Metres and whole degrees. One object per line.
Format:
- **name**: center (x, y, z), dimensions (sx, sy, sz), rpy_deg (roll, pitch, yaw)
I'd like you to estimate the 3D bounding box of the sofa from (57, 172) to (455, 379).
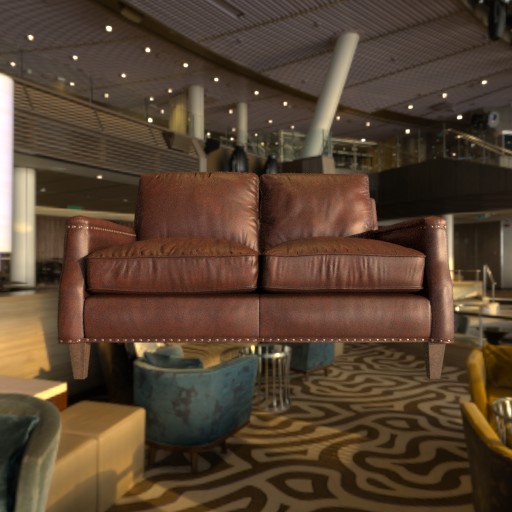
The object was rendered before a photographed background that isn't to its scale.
- **sofa**: center (0.000, 0.000, 2.285), dimensions (1.628, 1.003, 1.083), rpy_deg (0, 0, 0)
